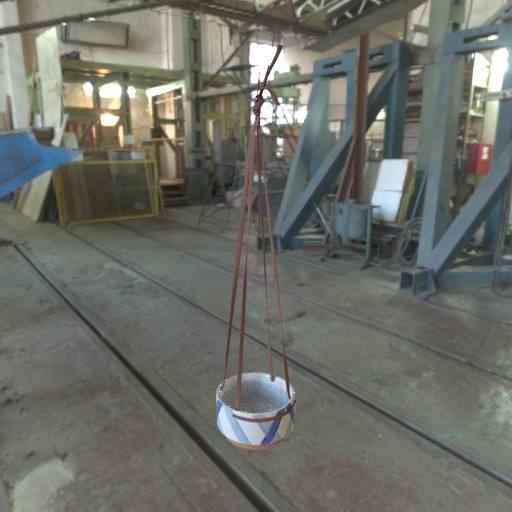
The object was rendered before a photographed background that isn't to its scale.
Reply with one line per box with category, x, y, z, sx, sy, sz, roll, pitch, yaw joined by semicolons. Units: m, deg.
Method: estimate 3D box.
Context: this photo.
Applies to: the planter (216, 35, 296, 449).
planter;0.000;0.000;0.844;0.166;0.751;0.166;2;14;8
